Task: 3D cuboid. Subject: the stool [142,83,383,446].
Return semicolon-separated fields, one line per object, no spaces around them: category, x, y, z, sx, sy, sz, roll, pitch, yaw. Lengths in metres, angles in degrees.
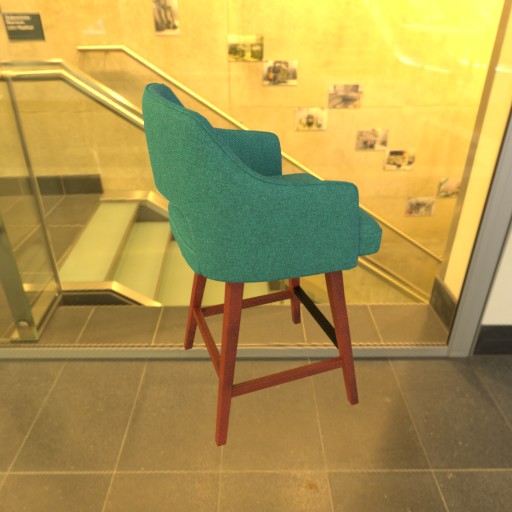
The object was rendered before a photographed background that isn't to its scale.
stool;0.000;0.000;1.321;0.556;0.961;0.548;-10;31;-17
